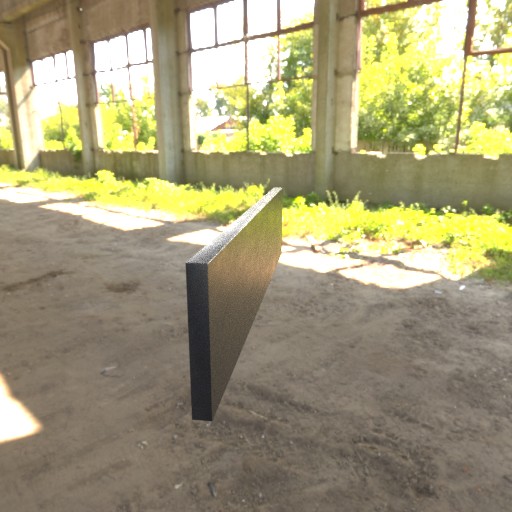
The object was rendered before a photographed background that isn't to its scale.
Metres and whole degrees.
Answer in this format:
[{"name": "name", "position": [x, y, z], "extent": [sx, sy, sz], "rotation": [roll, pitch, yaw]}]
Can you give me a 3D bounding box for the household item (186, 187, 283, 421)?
[{"name": "household item", "position": [0.000, 0.000, 1.088], "extent": [0.030, 0.236, 1.001], "rotation": [2, 15, 9]}]
